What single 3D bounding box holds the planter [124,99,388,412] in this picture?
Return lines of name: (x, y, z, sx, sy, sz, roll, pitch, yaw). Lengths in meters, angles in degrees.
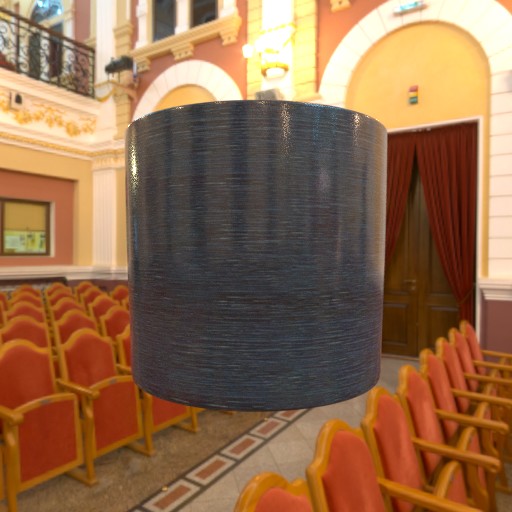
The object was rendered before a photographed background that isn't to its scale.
planter: (0.000, 0.000, 0.391, 0.221, 0.201, 0.221, 0, 1, 0)
